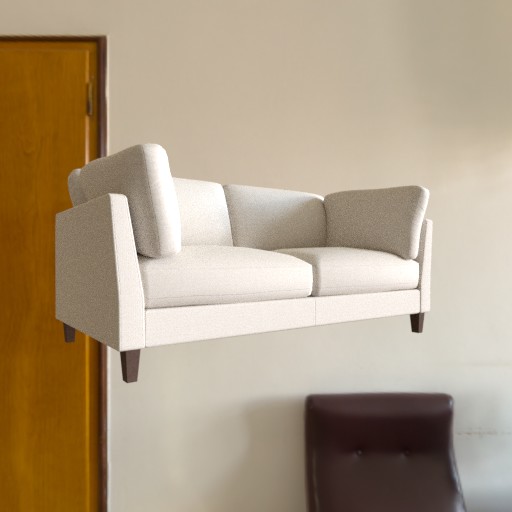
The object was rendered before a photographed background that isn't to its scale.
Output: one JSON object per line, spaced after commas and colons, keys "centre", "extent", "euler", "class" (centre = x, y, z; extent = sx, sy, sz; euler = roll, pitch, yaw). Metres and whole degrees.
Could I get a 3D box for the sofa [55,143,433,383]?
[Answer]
{"centre": [0.000, 0.000, 2.277], "extent": [1.776, 0.836, 0.970], "euler": [0, 0, -36], "class": "sofa"}
